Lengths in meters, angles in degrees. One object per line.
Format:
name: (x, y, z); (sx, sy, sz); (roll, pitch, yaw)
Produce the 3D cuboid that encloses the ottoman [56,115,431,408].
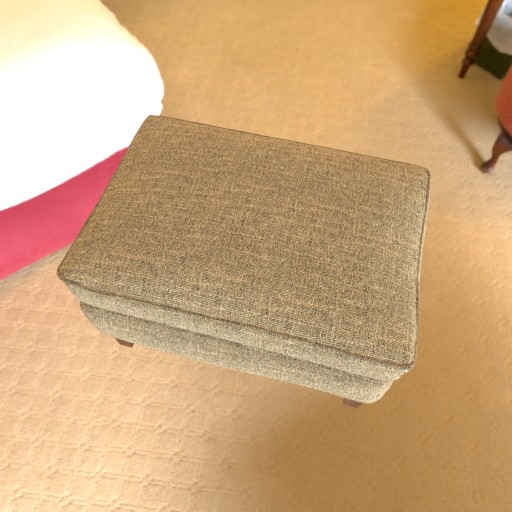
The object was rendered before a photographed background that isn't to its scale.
ottoman: (0.000, 0.000, 1.019); (0.686, 0.406, 0.508); (13, 60, 8)
